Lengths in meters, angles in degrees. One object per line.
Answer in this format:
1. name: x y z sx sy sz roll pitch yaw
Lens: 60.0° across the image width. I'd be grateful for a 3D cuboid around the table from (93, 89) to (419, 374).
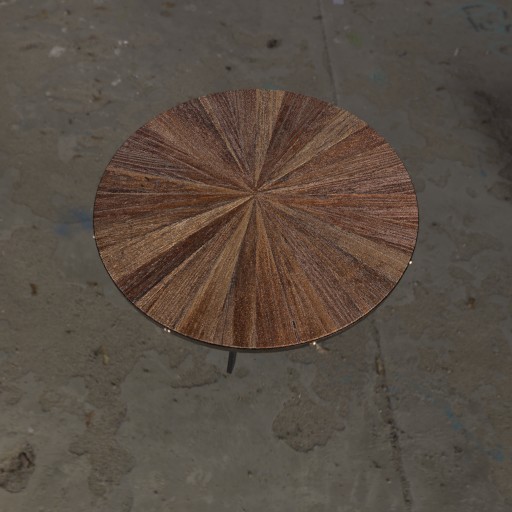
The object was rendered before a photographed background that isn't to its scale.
1. table: 0.000 0.000 1.502 0.885 0.658 0.885 0 59 0
